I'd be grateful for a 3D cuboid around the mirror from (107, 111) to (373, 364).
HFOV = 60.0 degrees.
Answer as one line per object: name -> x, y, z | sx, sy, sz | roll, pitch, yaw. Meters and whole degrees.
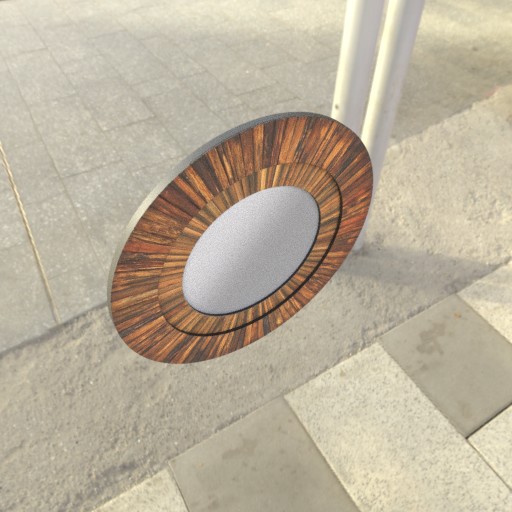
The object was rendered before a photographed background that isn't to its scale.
mirror -> 0.000, 0.000, 1.605 | 1.077, 1.077, 0.036 | -26, 52, -22
